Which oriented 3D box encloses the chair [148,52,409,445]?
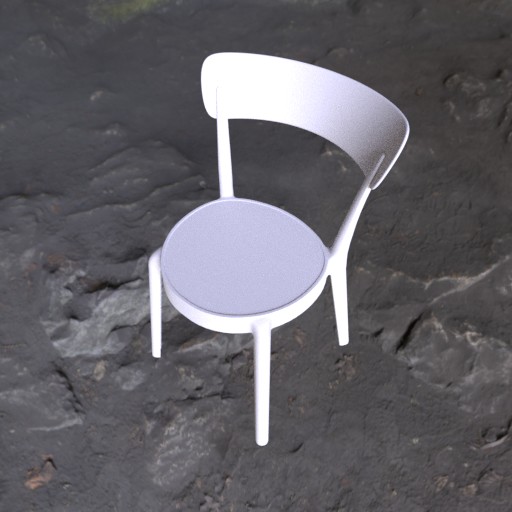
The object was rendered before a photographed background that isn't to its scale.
[{"bbox_3d":[0.000,0.000,1.118,0.506,0.790,0.491,31,54,26],"label":"chair"}]
